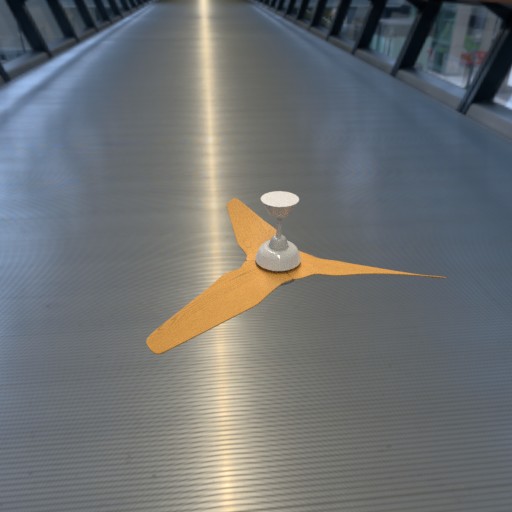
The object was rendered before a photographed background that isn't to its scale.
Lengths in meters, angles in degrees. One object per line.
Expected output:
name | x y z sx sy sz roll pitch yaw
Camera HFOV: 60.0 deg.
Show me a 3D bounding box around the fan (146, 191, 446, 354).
fan | 0.000 0.000 1.651 1.142 0.355 1.010 22 38 32
